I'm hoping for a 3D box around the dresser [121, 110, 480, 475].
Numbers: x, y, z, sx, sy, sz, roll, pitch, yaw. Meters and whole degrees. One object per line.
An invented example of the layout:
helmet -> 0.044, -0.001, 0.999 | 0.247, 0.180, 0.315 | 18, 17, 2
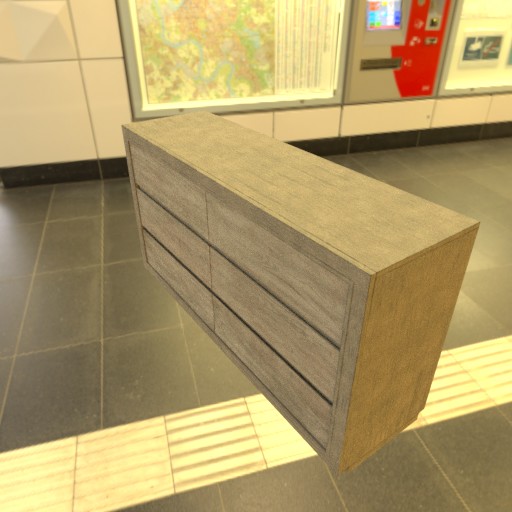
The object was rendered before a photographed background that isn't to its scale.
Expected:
dresser -> 0.000, 0.000, 1.999 | 0.483, 0.889, 1.628 | -21, 38, -30
